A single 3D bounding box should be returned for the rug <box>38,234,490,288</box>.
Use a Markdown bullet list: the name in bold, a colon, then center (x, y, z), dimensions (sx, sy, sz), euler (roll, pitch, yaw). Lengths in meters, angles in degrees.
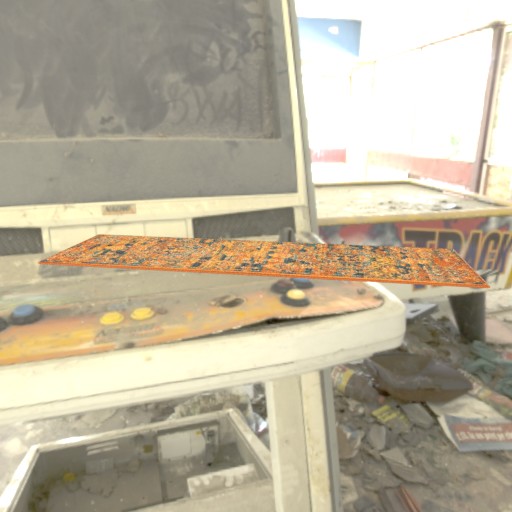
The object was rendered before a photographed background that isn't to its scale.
- **rug**: center (0.000, 0.000, 2.502), dimensions (2.274, 0.016, 0.651), euler (3, 16, 9)
